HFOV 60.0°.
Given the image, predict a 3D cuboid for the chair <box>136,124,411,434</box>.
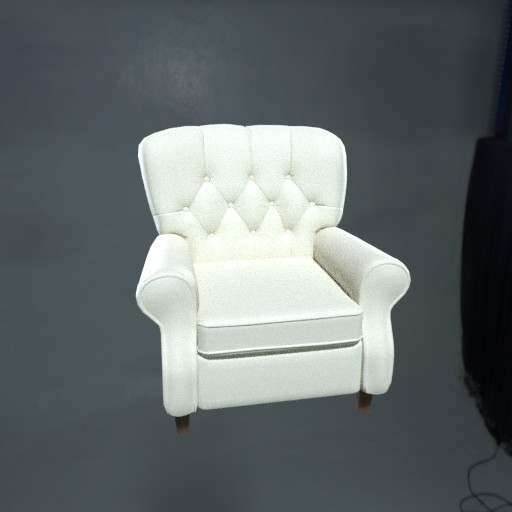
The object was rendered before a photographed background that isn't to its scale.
[{"bbox_3d":[0.000,0.000,2.061,1.035,1.169,1.132,-3,17,-10],"label":"chair"}]
